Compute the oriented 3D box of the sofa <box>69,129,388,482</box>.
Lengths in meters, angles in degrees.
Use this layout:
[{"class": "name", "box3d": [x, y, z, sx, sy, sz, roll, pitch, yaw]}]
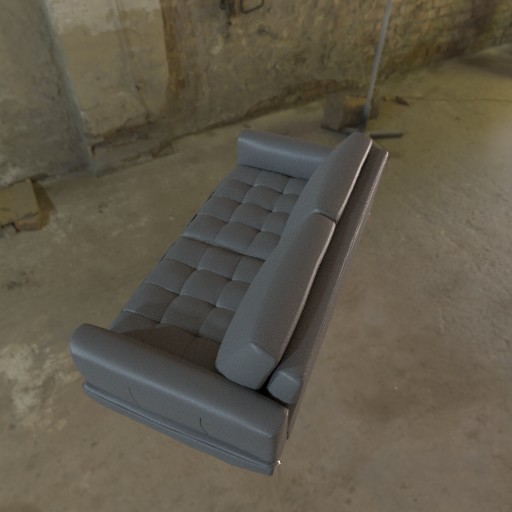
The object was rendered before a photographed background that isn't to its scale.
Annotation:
[{"class": "sofa", "box3d": [0.000, 0.000, 2.676, 1.121, 0.930, 2.177, 17, 48, 15]}]
